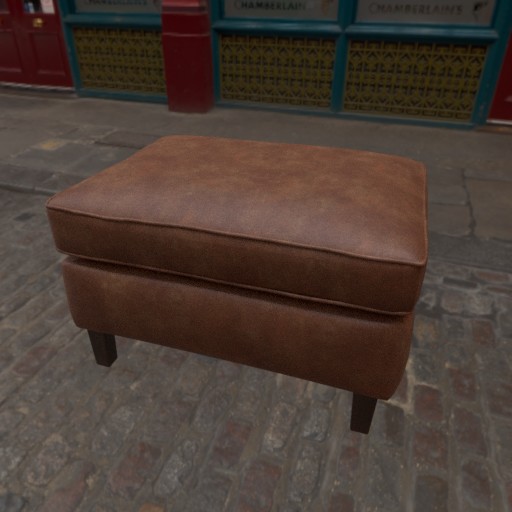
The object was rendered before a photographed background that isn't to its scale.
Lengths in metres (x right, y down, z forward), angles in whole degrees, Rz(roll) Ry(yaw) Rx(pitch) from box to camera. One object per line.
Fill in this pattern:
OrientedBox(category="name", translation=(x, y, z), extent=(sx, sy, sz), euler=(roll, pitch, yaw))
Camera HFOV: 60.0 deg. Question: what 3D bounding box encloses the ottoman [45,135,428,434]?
OrientedBox(category="ottoman", translation=(0.000, 0.000, 0.967), extent=(0.665, 0.418, 0.501), euler=(9, 32, 16))
